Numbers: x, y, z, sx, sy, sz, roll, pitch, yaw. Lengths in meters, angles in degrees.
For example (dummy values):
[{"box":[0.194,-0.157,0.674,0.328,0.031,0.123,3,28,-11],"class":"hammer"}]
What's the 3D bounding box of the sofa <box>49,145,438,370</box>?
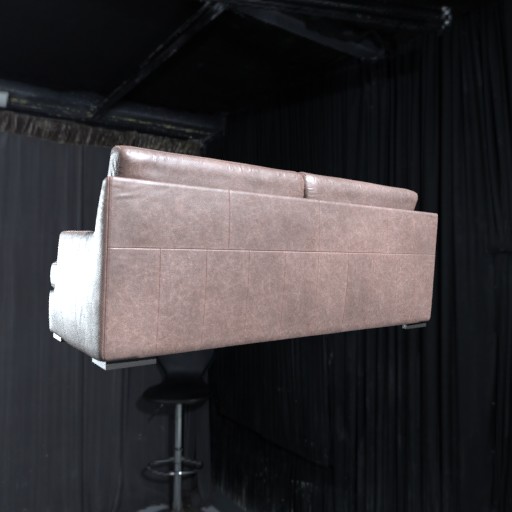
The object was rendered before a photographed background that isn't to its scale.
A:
[{"box":[0.000,0.000,2.761,2.261,0.941,1.143,1,-1,-36],"class":"sofa"}]
